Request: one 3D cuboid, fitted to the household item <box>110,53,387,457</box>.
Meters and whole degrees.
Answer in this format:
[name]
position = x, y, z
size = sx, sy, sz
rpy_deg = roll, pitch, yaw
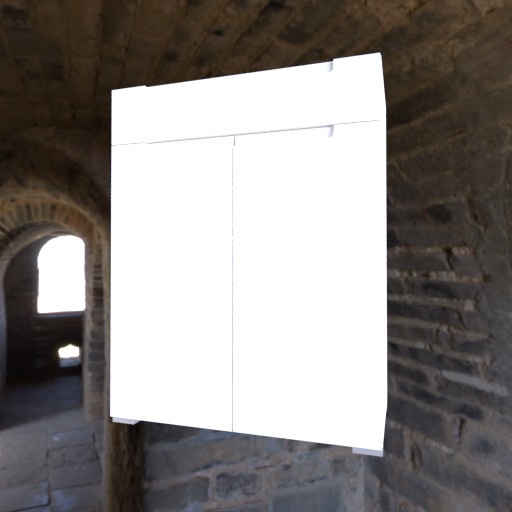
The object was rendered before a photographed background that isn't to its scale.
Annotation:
[household item]
position = 0.000, 0.000, 1.420
size = 0.790, 1.010, 0.420
rpy_deg = 0, -1, 18
